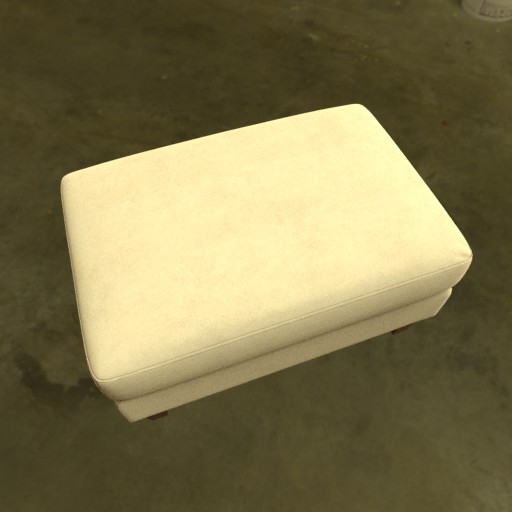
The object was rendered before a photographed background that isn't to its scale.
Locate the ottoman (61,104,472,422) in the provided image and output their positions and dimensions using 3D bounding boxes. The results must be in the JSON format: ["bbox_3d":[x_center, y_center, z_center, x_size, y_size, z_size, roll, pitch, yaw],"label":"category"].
[{"bbox_3d":[0.000,0.000,1.184,0.864,0.483,0.584,-17,59,-11],"label":"ottoman"}]
